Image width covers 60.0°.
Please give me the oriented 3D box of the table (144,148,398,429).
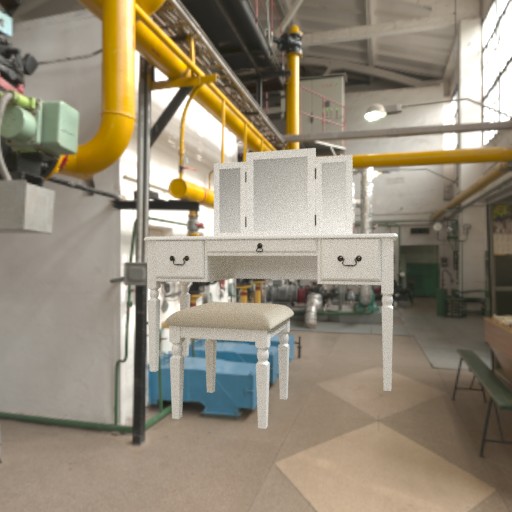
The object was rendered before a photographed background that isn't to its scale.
[{"bbox_3d":[0.000,0.000,2.239,1.369,1.310,1.115,0,0,16],"label":"table"}]
